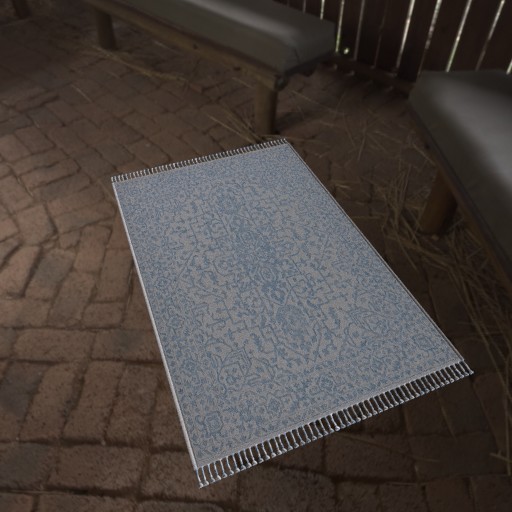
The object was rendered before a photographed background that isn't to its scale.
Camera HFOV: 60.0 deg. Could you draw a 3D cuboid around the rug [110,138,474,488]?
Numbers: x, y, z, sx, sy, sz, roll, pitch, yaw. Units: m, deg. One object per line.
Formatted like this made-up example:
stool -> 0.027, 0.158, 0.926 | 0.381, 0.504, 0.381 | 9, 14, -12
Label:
rug -> 0.000, 0.000, 2.937 | 1.524, 0.010, 2.438 | -16, 49, -15
